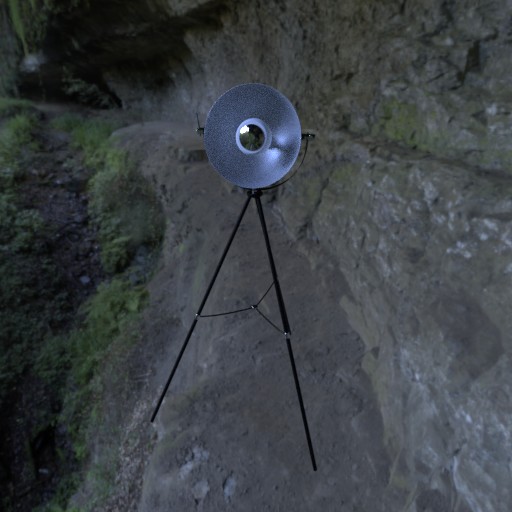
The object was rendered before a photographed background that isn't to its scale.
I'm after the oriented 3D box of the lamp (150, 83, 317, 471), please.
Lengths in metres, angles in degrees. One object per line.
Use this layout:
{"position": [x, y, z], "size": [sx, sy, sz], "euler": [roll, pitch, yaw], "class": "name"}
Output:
{"position": [0.000, 0.000, 2.053], "size": [0.817, 1.512, 0.920], "euler": [8, 28, 15], "class": "lamp"}
